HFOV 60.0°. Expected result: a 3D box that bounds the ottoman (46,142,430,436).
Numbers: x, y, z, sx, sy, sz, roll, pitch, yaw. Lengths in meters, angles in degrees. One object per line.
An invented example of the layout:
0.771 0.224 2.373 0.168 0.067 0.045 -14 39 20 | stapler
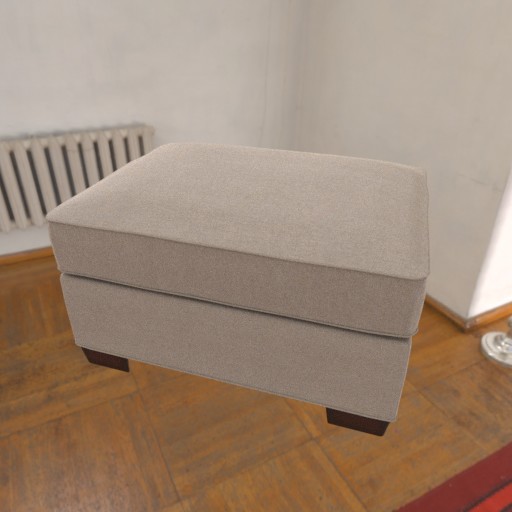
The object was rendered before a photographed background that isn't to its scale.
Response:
0.000 0.000 1.239 0.846 0.503 0.617 9 32 15 | ottoman
